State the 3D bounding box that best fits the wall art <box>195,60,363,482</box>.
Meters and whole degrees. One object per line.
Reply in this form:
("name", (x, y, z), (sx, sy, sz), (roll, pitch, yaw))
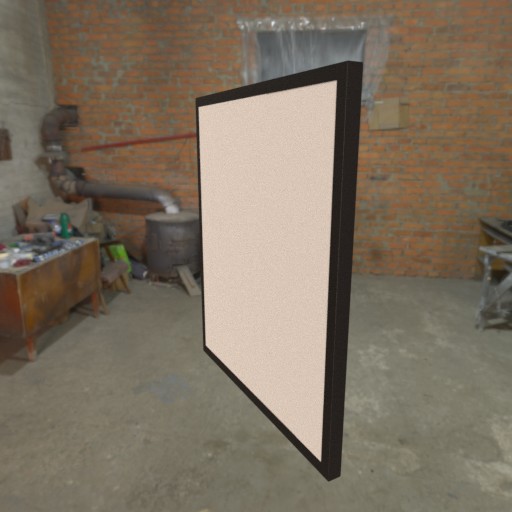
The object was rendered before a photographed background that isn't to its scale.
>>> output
("wall art", (0.000, 0.000, 0.702), (0.021, 0.509, 0.430), (-8, 16, -28))
